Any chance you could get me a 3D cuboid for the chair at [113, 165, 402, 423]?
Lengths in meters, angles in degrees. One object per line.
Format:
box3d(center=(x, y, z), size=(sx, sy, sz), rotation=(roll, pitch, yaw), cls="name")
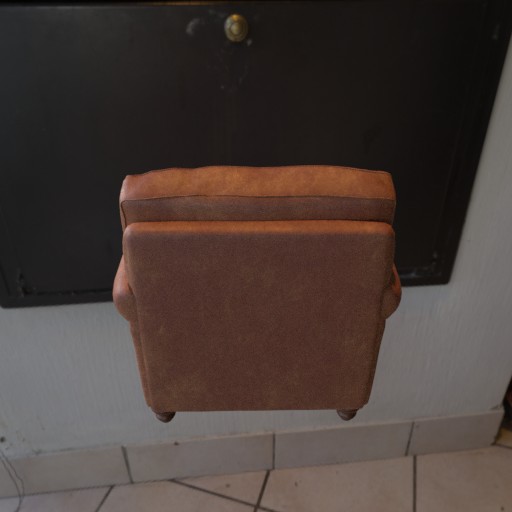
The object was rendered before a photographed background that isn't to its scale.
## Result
box3d(center=(0.000, 0.000, 1.833), size=(0.983, 0.962, 0.986), rotation=(0, 30, -1), cls="chair")
